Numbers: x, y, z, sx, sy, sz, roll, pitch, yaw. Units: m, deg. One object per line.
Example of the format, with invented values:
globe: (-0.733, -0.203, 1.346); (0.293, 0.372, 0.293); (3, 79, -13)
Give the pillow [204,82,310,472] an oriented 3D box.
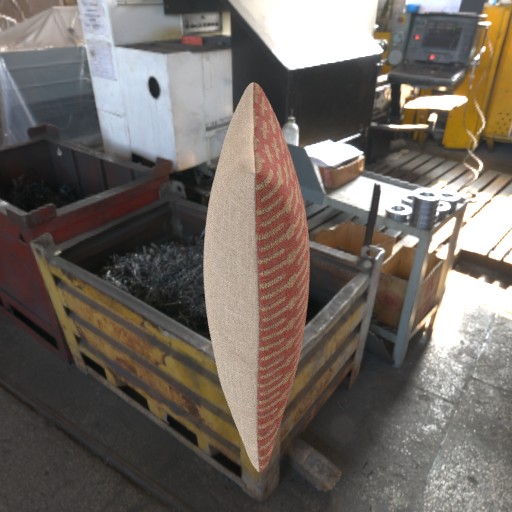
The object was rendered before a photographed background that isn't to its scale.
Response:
pillow: (0.000, 0.000, 0.792); (0.182, 0.503, 0.511); (0, 32, 0)
